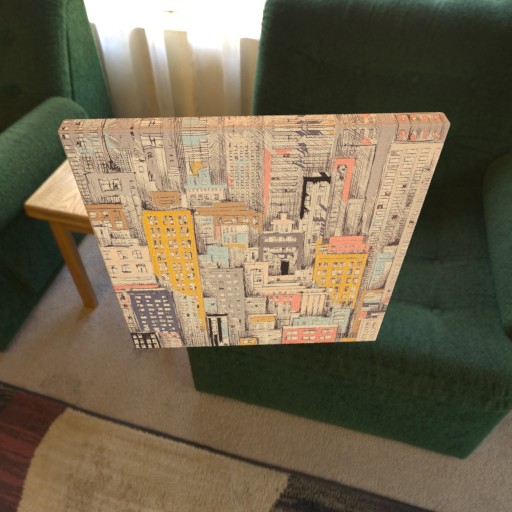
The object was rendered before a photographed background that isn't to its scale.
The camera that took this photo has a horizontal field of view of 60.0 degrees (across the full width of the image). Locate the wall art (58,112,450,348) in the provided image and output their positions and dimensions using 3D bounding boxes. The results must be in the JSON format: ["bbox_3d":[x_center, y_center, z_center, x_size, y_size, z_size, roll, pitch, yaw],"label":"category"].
[{"bbox_3d":[0.000,0.000,0.912,0.607,0.608,0.038,-2,46,-2],"label":"wall art"}]
